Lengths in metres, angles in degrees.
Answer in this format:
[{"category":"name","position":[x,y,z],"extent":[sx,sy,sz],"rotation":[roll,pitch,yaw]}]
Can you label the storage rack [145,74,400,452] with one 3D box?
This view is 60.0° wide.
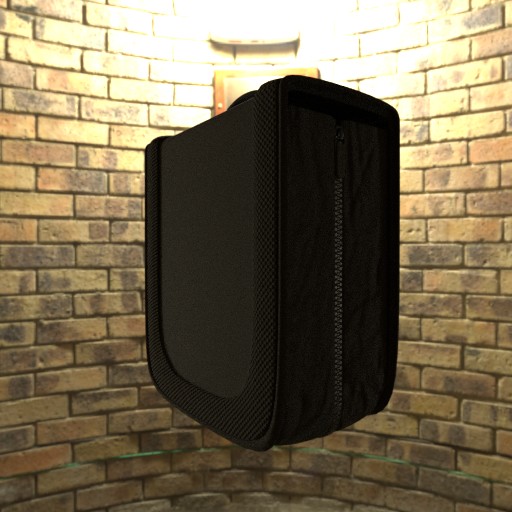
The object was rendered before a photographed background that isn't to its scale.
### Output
[{"category":"storage rack","position":[0.000,0.000,0.539],"extent":[0.168,0.387,0.297],"rotation":[0,1,-36]}]
